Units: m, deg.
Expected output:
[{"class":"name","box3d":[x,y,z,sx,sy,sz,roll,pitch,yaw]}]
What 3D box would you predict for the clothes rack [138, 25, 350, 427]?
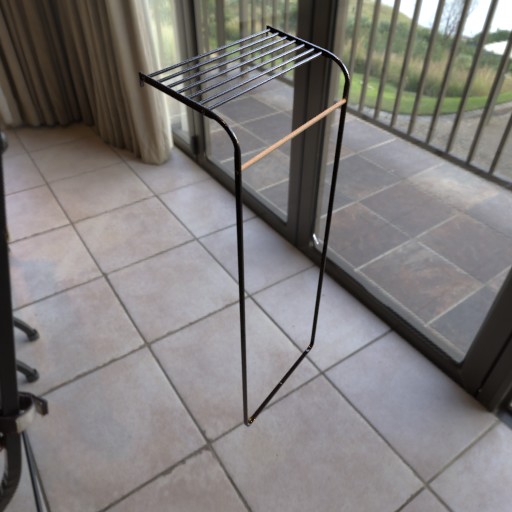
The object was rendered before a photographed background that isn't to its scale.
[{"class":"clothes rack","box3d":[0.000,0.000,1.830,0.349,1.574,0.609,26,48,27]}]
